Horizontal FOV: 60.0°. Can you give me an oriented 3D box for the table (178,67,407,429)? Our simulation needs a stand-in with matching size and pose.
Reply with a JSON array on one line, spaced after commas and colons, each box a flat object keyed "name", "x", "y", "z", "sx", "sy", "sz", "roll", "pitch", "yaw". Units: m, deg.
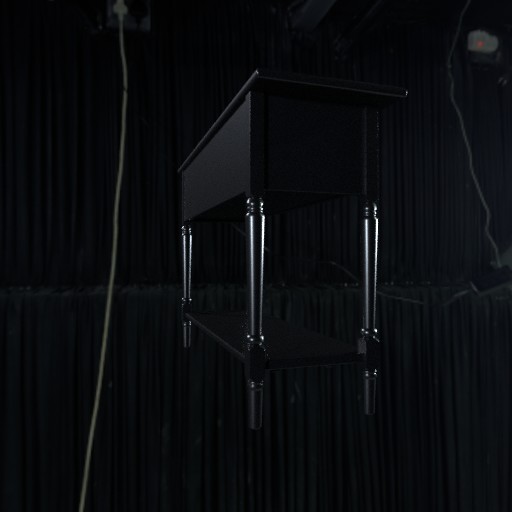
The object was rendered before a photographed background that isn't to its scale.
[{"name": "table", "x": 0.000, "y": 0.000, "z": 1.583, "sx": 0.386, "sy": 0.819, "sz": 1.191, "roll": 0, "pitch": 0, "yaw": -18}]
